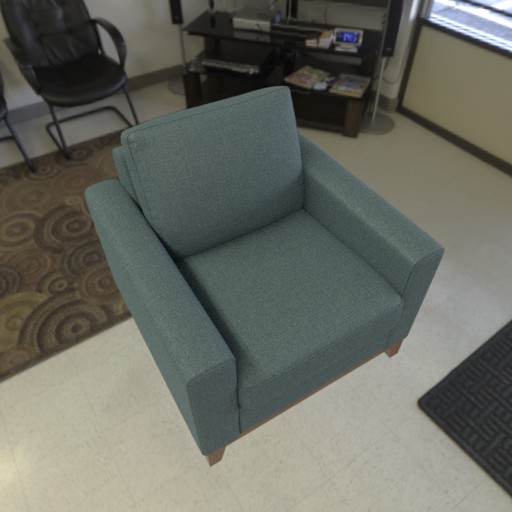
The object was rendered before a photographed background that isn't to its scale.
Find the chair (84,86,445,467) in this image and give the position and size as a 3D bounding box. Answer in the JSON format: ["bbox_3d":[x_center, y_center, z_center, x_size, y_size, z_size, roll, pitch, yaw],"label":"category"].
[{"bbox_3d":[0.000,0.000,1.813,1.024,1.010,1.038,-24,51,-21],"label":"chair"}]
